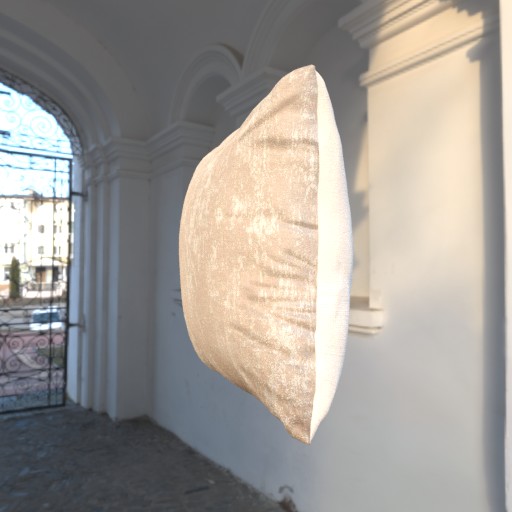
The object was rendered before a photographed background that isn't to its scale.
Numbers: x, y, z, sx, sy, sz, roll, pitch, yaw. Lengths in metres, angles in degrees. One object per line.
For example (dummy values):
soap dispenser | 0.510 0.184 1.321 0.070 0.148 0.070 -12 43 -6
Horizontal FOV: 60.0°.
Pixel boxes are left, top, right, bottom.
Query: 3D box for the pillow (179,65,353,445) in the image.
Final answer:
pillow | 0.000 0.000 0.727 0.245 0.448 0.450 0 -1 -18
